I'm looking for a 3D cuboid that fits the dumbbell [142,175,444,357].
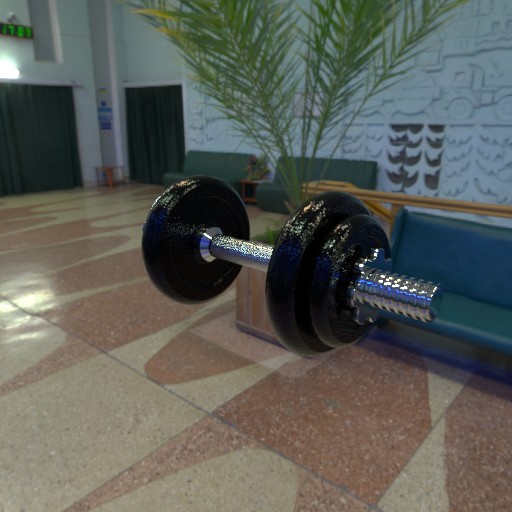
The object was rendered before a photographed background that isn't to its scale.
[{"bbox_3d":[0.000,0.000,0.610,0.497,0.202,0.202,15,22,40],"label":"dumbbell"}]
